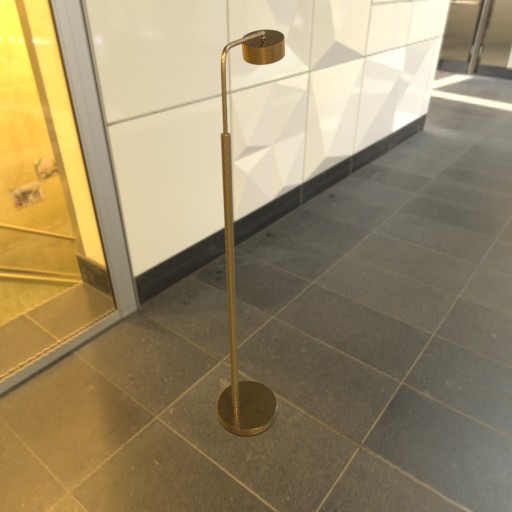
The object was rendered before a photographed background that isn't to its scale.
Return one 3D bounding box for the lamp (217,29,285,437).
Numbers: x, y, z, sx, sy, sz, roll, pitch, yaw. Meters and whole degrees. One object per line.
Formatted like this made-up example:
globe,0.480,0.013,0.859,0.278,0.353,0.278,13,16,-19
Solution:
lamp,0.000,0.000,1.381,0.219,1.230,0.418,10,34,16
